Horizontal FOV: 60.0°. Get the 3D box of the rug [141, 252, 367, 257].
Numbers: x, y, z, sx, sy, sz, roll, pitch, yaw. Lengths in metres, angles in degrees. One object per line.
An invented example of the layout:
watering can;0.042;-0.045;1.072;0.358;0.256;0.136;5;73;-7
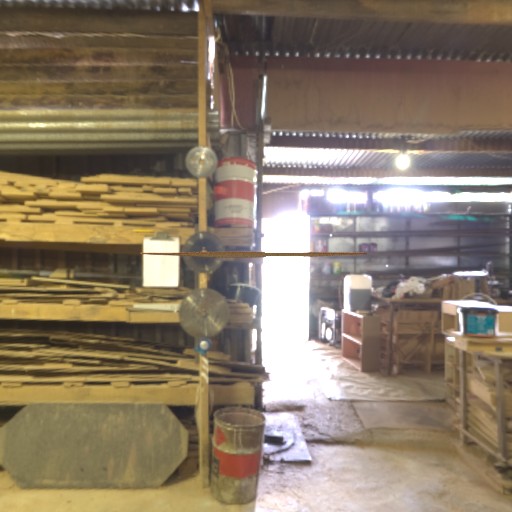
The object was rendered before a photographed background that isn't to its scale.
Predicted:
rug;0.000;0.000;2.769;0.799;0.010;2.444;0;0;0
